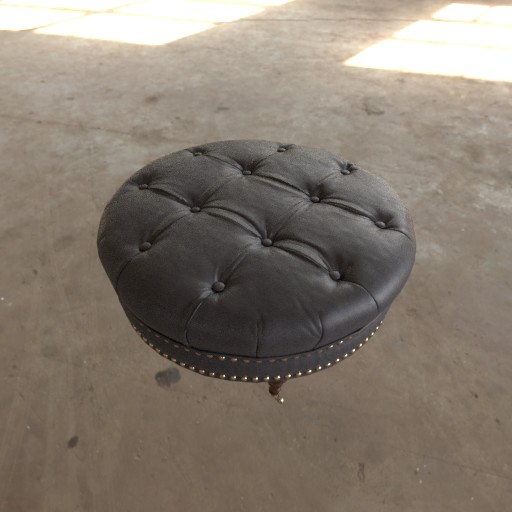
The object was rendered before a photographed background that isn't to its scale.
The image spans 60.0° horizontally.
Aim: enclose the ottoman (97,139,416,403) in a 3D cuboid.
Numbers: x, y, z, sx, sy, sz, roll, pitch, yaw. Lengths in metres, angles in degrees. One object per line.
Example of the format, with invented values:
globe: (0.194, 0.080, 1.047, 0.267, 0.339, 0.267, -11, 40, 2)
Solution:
ottoman: (0.000, 0.000, 1.383, 0.901, 0.439, 0.901, 0, 41, 0)
